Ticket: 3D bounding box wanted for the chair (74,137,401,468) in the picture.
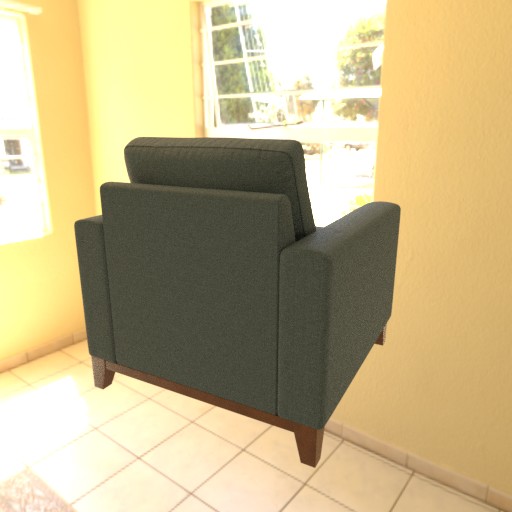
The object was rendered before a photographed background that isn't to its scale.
[{"bbox_3d":[0.000,0.000,1.932,1.024,1.010,1.038,8,18,27],"label":"chair"}]
